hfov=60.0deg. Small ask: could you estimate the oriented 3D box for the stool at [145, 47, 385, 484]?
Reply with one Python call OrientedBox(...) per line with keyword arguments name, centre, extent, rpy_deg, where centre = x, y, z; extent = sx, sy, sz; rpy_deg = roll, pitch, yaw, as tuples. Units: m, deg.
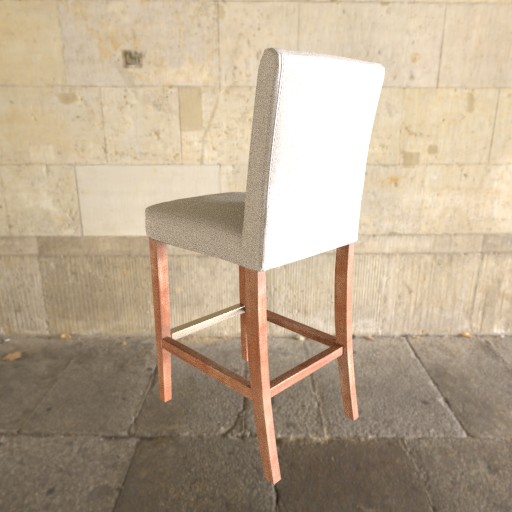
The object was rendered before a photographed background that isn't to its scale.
OrientedBox(name="stool", centre=(0.000, 0.000, 1.360), extent=(0.439, 1.088, 0.570), rpy_deg=(-16, 23, -42))
